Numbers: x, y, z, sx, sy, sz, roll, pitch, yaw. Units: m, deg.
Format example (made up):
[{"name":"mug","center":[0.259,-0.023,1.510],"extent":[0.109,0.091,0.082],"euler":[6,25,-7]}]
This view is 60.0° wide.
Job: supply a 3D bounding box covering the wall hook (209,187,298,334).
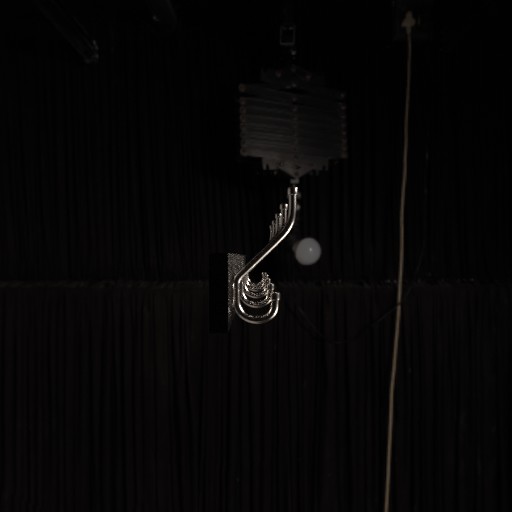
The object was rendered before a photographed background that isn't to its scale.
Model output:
[{"name":"wall hook","center":[0.000,0.000,0.613],"extent":[0.071,0.117,0.571],"euler":[0,0,0]}]
